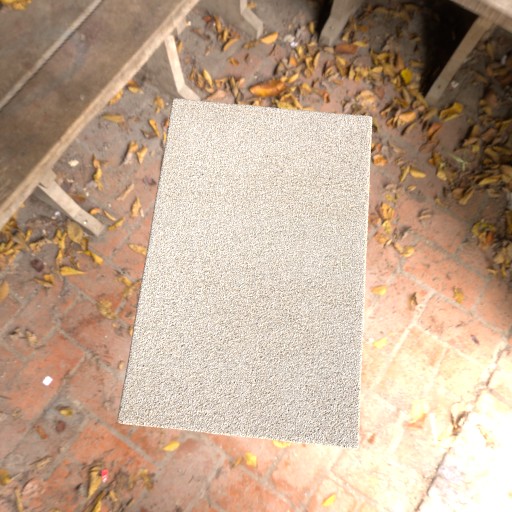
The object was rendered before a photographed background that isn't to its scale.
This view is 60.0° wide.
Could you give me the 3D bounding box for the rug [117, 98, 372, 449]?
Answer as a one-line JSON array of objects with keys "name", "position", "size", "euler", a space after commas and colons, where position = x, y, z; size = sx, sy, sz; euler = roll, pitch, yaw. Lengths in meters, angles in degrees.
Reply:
[{"name": "rug", "position": [0.000, 0.000, 3.591], "size": [1.778, 0.030, 2.743], "euler": [6, 75, 1]}]
